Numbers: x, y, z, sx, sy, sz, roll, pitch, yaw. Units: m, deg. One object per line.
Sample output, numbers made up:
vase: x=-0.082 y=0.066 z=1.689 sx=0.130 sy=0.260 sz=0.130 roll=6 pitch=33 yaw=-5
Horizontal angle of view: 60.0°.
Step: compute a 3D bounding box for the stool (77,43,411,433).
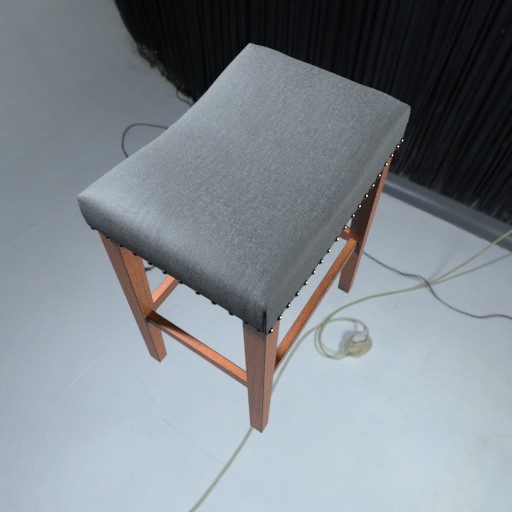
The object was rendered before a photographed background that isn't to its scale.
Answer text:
stool: x=0.000 y=0.000 z=0.864 sx=0.320 sy=0.612 sz=0.439 roll=29 pitch=62 yaw=17
